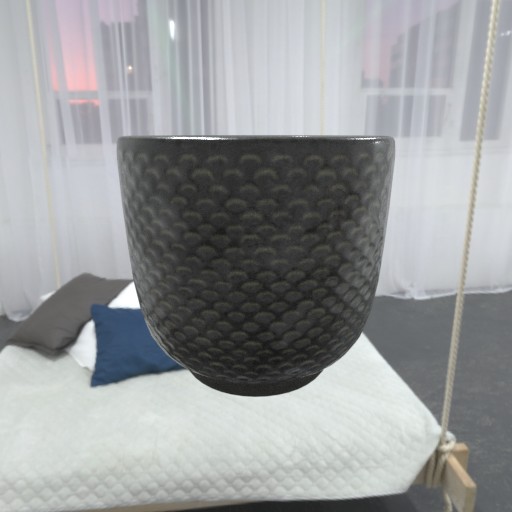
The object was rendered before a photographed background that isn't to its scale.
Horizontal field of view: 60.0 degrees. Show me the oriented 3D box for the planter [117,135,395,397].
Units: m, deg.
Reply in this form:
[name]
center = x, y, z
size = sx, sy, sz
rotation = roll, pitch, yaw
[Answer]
[planter]
center = 0.000, 0.000, 0.247
size = 0.140, 0.129, 0.140
rotation = 0, 15, 0
